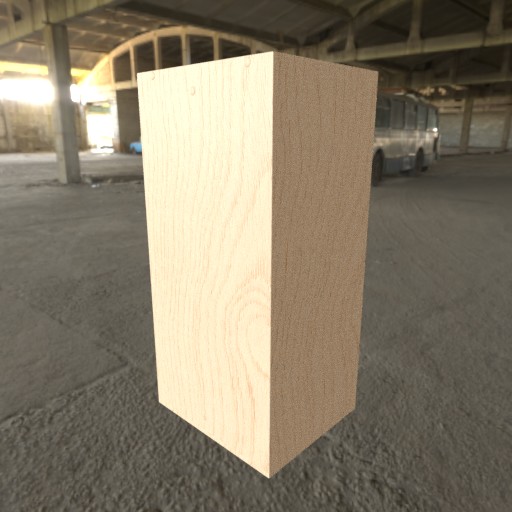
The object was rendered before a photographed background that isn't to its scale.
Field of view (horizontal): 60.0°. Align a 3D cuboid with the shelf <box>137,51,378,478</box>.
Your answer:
[{"bbox_3d":[0.000,0.000,0.778,0.290,0.600,0.250,14,21,42],"label":"shelf"}]
